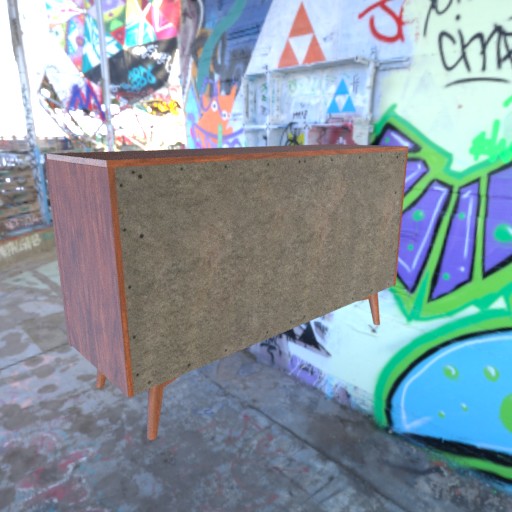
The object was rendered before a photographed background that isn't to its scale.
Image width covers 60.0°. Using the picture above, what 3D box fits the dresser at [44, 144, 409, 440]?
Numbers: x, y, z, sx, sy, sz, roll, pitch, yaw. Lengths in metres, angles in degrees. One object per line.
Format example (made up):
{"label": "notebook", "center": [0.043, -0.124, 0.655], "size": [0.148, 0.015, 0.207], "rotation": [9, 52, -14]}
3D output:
{"label": "dresser", "center": [0.000, 0.000, 1.896], "size": [1.472, 0.889, 0.500], "rotation": [-14, 21, -40]}
